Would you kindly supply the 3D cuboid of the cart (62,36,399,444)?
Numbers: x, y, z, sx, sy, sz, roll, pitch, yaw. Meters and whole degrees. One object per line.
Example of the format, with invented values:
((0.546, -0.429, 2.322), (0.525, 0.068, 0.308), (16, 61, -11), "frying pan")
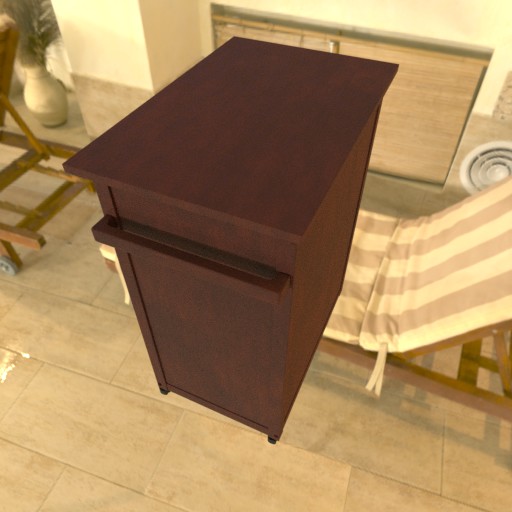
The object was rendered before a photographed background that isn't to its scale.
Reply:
((0.000, 0.000, 1.214), (0.442, 0.864, 0.683), (18, 48, 17), "cart")
